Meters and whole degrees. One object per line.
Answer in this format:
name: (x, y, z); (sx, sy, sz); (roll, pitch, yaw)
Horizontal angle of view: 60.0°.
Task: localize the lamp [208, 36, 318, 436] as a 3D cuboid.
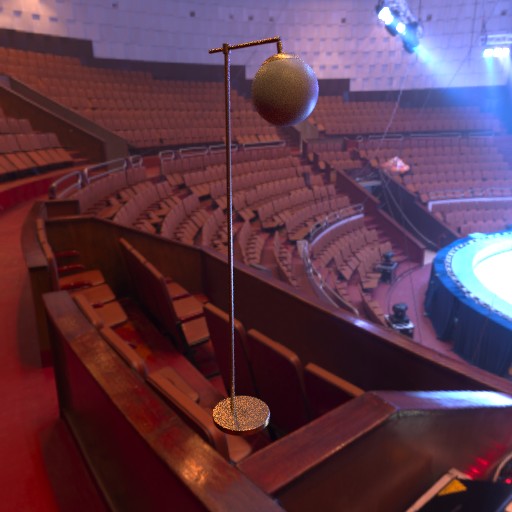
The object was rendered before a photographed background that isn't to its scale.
lamp: (0.000, 0.000, 1.678); (0.476, 1.505, 0.249); (15, 21, 42)
